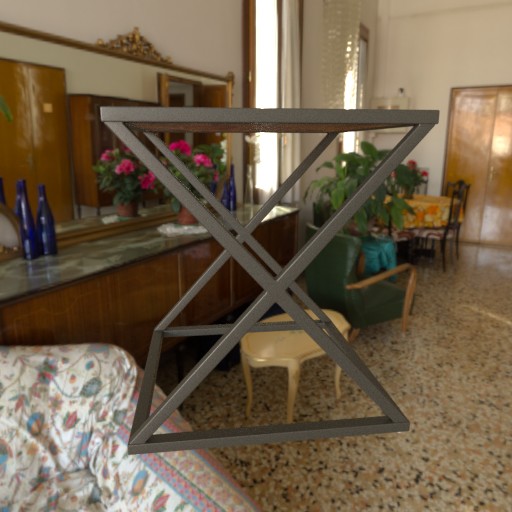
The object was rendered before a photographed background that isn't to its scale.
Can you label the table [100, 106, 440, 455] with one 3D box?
[{"bbox_3d":[0.000,0.000,0.951,0.500,0.565,0.500,-2,14,-7],"label":"table"}]
